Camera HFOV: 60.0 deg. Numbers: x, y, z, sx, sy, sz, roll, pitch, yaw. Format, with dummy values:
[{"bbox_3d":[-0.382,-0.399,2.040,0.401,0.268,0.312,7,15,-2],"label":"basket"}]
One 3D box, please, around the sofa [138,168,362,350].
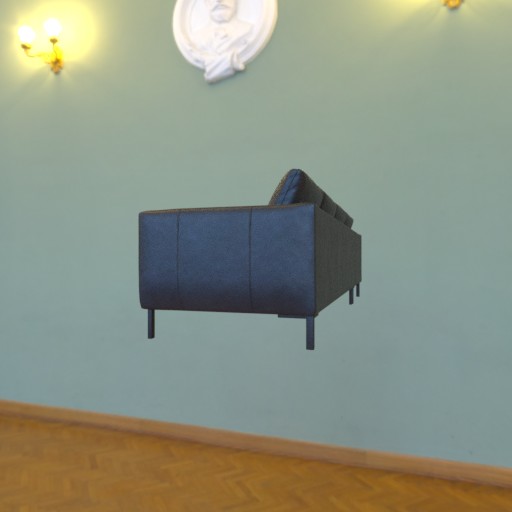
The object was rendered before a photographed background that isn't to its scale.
[{"bbox_3d":[0.000,0.000,3.572,1.471,0.859,2.993,0,0,17],"label":"sofa"}]
